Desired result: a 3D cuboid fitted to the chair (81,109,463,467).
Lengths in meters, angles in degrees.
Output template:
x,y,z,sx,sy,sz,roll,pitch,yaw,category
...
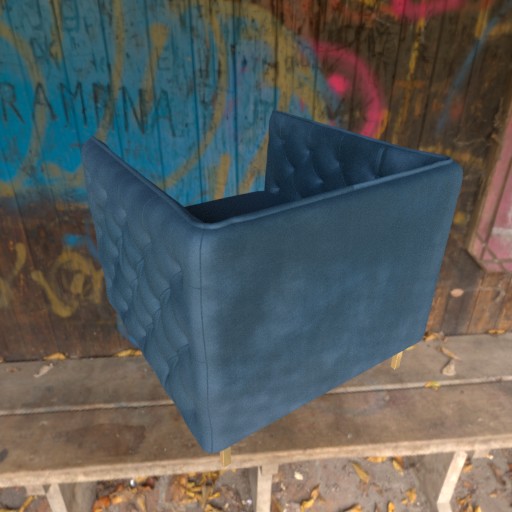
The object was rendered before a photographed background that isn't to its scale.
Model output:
x,y,z,sx,sy,sz,roll,pitch,yaw,category
0.000,0.000,1.505,0.868,0.771,0.877,-18,35,-28,chair
